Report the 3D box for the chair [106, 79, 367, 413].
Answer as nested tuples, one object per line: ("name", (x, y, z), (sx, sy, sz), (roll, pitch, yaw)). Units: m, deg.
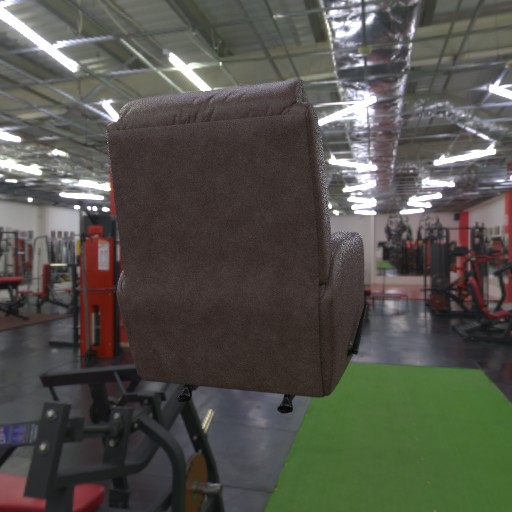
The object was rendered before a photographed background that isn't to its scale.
("chair", (0.000, 0.000, 1.818), (0.865, 1.067, 1.067), (0, 1, 17))
